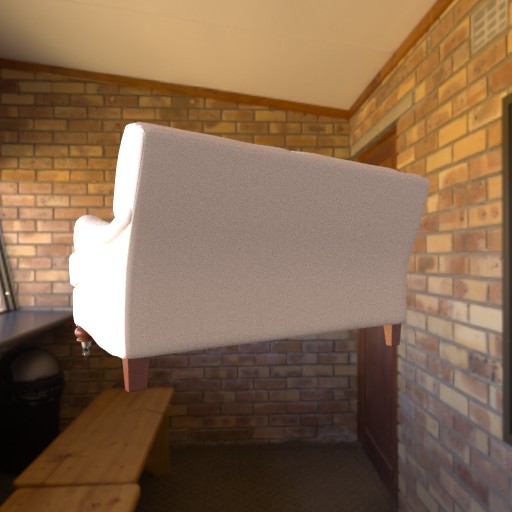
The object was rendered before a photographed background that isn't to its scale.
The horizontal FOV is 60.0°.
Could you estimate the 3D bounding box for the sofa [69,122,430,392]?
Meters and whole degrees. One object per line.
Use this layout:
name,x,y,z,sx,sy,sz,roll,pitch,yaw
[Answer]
sofa,0.000,0.000,2.531,1.853,1.101,1.084,0,-1,-35
